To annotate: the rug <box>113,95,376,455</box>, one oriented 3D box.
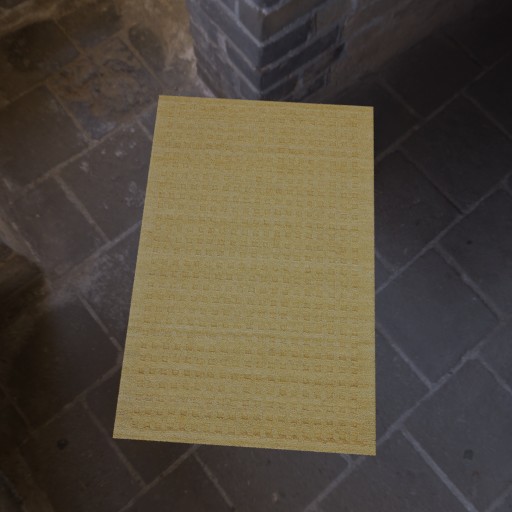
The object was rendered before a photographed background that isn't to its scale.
[{"bbox_3d":[0.000,0.000,2.860,1.524,0.006,2.286,3,75,1],"label":"rug"}]
